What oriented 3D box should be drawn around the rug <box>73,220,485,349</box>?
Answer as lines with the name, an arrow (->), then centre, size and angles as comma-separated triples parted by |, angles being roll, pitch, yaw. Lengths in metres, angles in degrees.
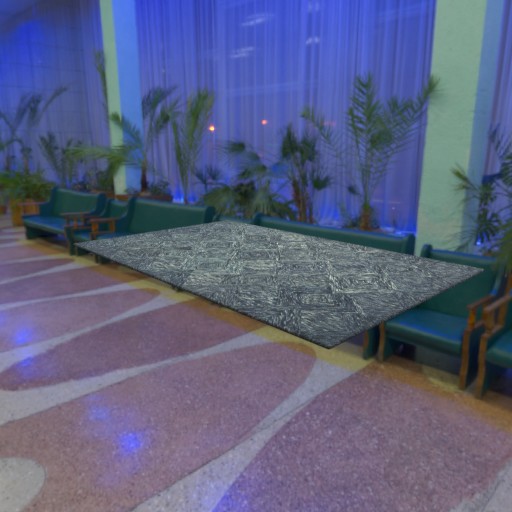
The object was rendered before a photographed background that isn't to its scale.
rug -> 0.000, 0.000, 2.915 | 1.478, 0.017, 2.330 | -13, 19, -42
